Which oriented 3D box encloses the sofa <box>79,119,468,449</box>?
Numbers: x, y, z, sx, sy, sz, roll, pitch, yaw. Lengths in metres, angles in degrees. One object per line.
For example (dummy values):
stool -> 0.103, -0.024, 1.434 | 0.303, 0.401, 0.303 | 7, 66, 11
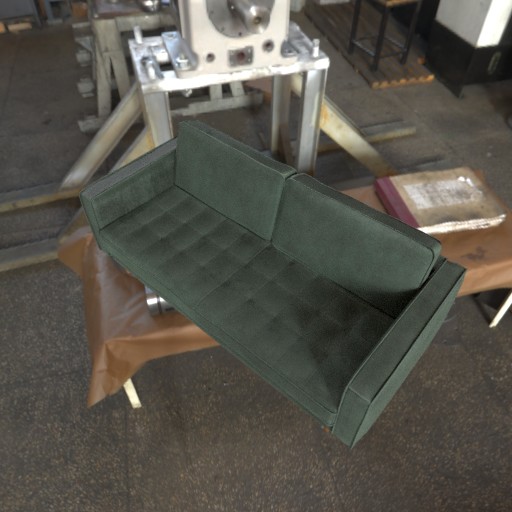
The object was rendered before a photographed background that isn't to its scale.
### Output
sofa -> 0.000, 0.000, 2.300 | 1.816, 0.781, 0.886 | 33, 55, 27
